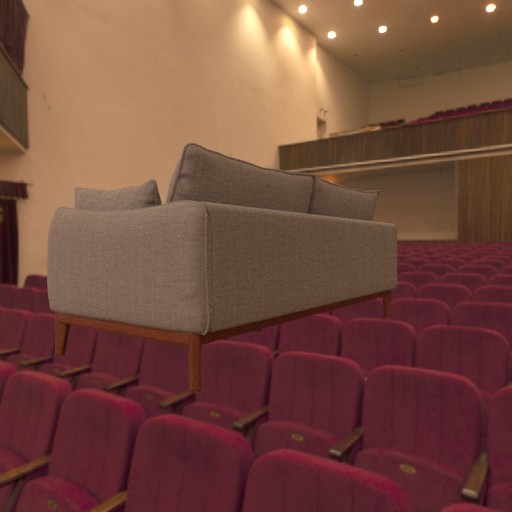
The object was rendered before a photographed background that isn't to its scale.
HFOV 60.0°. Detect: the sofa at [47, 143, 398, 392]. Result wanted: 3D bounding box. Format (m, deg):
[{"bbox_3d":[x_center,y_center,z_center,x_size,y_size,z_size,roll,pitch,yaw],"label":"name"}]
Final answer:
[{"bbox_3d":[0.000,0.000,2.468,0.972,0.851,1.989,1,2,36],"label":"sofa"}]
